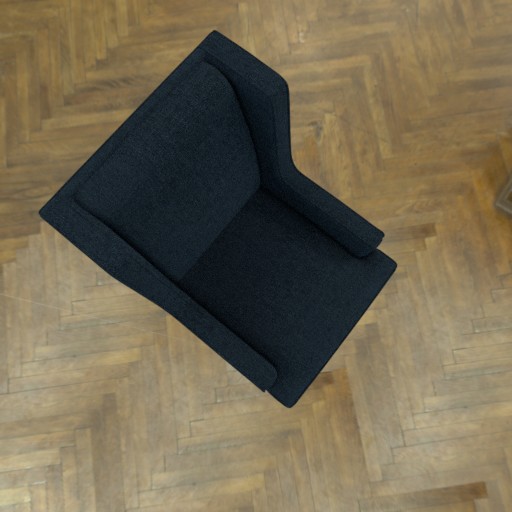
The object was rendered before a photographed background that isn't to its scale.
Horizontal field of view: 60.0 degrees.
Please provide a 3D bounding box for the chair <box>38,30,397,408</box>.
[{"bbox_3d":[0.000,0.000,1.718,0.947,1.072,0.764,38,80,8],"label":"chair"}]
